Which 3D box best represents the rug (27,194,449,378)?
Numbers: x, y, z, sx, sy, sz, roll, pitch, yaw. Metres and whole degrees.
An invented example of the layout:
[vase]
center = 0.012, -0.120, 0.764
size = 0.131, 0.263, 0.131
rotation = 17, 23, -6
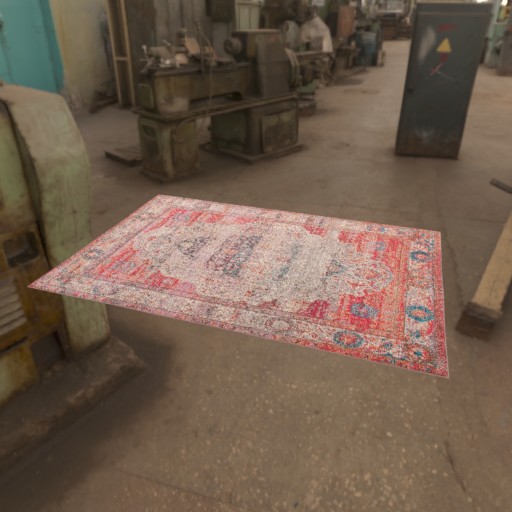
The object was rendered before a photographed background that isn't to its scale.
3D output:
[rug]
center = 0.000, 0.000, 2.300
size = 1.829, 0.006, 1.219
rotation = 9, 31, 16
